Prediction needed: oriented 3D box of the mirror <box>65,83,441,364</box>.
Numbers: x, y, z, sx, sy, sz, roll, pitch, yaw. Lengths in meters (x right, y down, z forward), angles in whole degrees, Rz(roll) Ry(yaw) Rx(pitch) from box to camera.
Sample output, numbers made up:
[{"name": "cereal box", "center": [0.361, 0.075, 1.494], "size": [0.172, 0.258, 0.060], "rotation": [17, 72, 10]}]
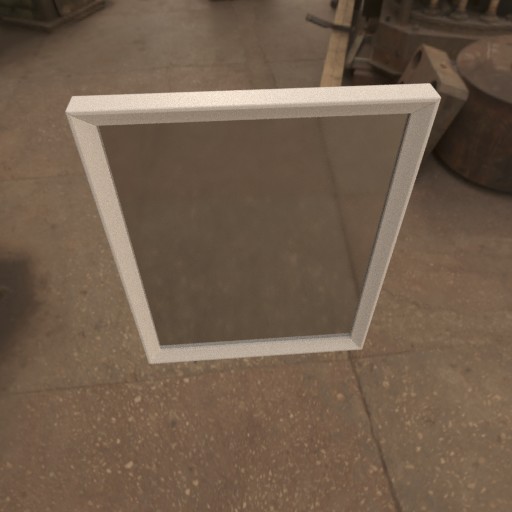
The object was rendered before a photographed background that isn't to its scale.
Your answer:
[{"name": "mirror", "center": [0.000, 0.000, 0.673], "size": [0.406, 0.509, 0.041], "rotation": [-3, 46, -3]}]
